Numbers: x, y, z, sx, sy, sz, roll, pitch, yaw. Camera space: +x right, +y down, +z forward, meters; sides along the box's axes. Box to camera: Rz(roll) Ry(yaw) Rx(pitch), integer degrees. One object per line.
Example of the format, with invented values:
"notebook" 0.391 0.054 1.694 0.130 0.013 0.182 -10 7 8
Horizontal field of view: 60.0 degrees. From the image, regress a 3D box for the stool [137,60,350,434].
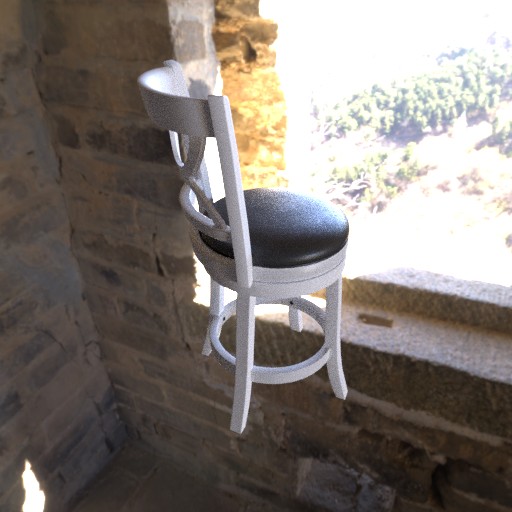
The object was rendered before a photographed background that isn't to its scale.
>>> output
"stool" 0.000 0.000 1.218 0.508 0.953 0.444 -11 33 -18
